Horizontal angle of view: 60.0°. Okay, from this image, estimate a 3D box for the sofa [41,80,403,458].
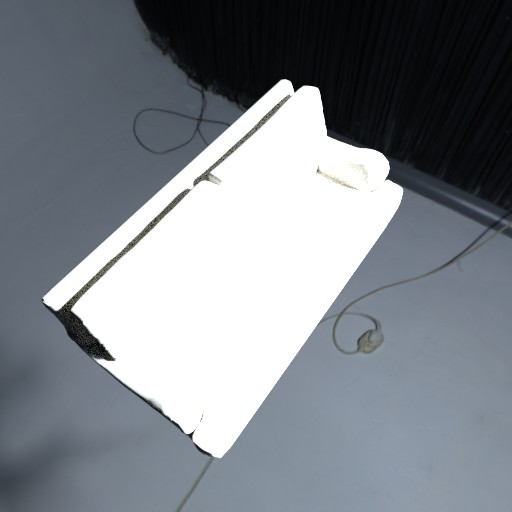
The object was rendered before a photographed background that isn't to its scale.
[{"bbox_3d":[0.000,0.000,2.790,1.086,1.087,2.159,32,63,18],"label":"sofa"}]
